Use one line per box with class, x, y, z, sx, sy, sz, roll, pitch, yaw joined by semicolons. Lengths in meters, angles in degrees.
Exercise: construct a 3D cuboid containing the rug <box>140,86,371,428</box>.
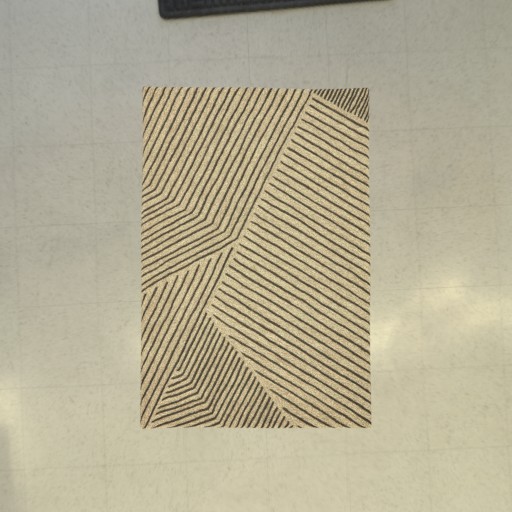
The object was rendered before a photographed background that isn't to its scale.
rug;0.000;0.000;2.390;1.237;0.019;1.842;0;89;-1
